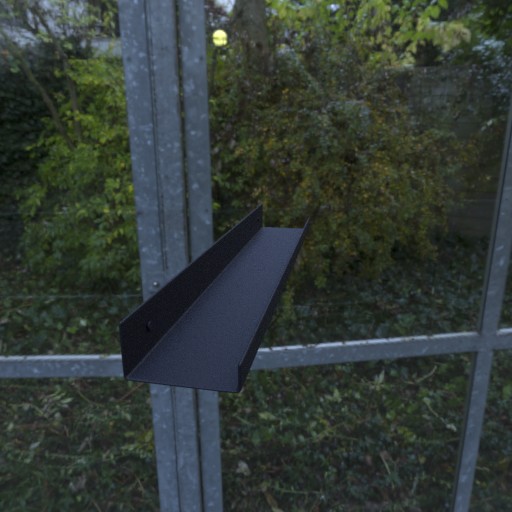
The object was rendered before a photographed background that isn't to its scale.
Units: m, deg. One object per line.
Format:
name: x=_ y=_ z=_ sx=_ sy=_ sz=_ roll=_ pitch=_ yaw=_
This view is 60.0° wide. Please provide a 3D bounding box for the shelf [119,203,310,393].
shelf: x=0.000 y=0.000 z=0.637 sx=0.102 sy=0.053 sz=0.605 roll=3 pitch=16 yaw=11
